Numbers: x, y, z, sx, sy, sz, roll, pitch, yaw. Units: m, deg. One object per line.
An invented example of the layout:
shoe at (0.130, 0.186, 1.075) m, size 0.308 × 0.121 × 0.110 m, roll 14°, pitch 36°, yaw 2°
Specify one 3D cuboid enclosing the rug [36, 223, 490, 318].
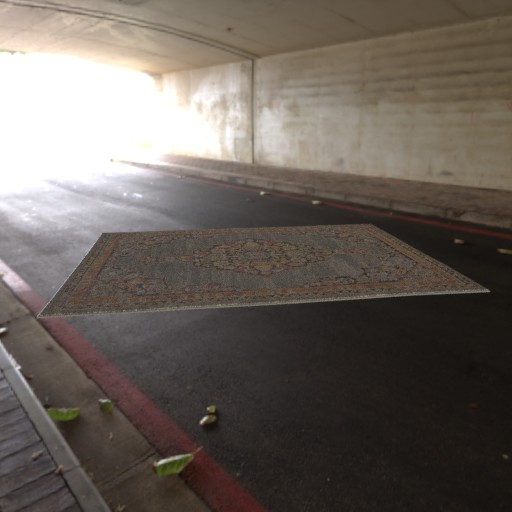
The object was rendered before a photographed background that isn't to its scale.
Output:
rug at (0.000, 0.000, 3.754) m, size 2.901 × 0.026 × 2.043 m, roll -2°, pitch 17°, yaw -8°
